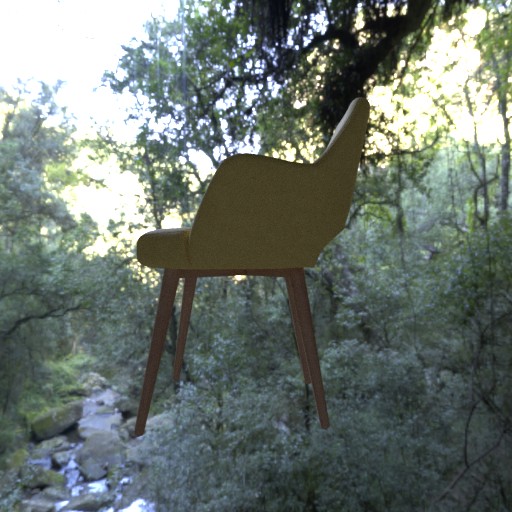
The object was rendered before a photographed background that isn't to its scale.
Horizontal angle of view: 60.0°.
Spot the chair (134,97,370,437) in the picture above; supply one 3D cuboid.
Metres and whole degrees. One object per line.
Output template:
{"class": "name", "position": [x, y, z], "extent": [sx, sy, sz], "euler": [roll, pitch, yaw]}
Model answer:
{"class": "chair", "position": [0.000, 0.000, 1.259], "extent": [0.610, 0.840, 0.590], "euler": [0, 0, 0]}
